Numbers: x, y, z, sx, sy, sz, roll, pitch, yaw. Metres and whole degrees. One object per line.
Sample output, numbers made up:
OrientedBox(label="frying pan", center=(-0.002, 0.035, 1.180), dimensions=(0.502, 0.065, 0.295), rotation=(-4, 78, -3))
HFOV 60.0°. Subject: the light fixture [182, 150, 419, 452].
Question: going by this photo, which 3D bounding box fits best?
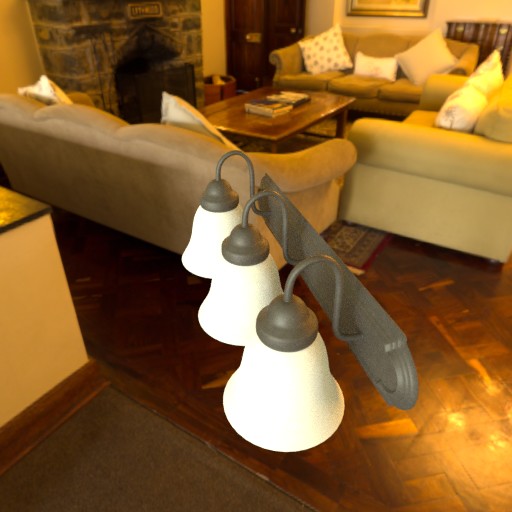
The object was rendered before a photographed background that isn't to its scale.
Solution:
OrientedBox(label="light fixture", center=(0.000, 0.000, 0.709), dimensions=(0.199, 0.222, 0.610), rotation=(-9, 33, -14))
